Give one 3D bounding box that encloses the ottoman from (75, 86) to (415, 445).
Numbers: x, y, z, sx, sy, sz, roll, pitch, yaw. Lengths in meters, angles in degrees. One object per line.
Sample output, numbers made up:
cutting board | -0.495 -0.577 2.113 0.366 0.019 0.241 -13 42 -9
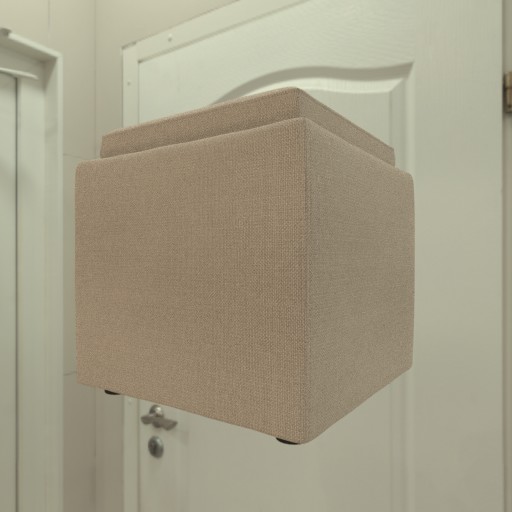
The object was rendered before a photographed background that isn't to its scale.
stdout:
ottoman | 0.000 0.000 0.794 0.451 0.460 0.450 0 0 35
